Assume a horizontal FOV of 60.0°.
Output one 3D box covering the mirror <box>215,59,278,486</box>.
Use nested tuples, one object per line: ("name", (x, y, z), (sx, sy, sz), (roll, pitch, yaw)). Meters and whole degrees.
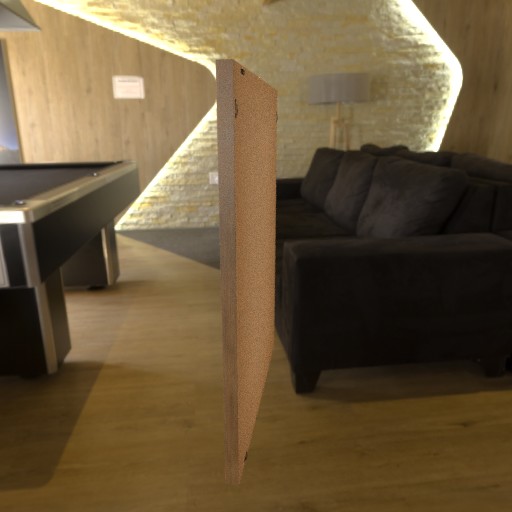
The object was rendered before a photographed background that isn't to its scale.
("mirror", (0.000, 0.000, 1.366), (0.041, 1.016, 0.762), (3, 16, 9))
